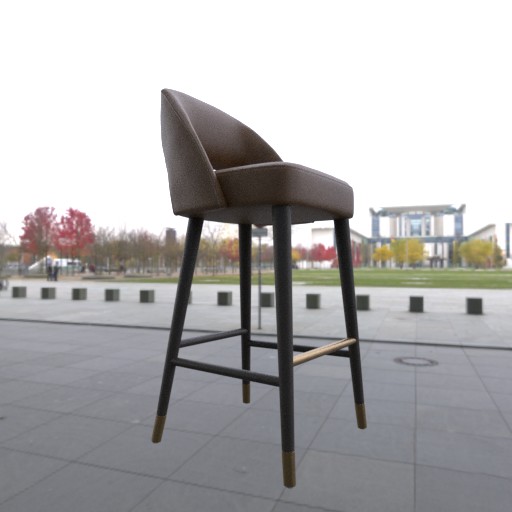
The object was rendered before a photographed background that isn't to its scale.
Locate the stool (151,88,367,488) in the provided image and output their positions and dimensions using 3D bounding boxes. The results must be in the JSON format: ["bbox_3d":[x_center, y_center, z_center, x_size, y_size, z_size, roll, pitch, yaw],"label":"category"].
[{"bbox_3d":[0.000,0.000,1.308,0.509,1.037,0.494,-1,-1,35],"label":"stool"}]
